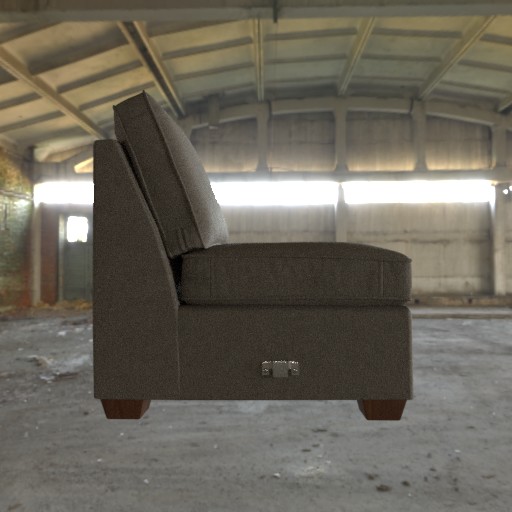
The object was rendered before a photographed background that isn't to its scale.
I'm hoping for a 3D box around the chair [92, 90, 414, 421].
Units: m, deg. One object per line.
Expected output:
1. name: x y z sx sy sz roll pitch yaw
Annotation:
1. chair: 0.000 0.000 1.564 0.938 0.970 0.621 0 -2 1
